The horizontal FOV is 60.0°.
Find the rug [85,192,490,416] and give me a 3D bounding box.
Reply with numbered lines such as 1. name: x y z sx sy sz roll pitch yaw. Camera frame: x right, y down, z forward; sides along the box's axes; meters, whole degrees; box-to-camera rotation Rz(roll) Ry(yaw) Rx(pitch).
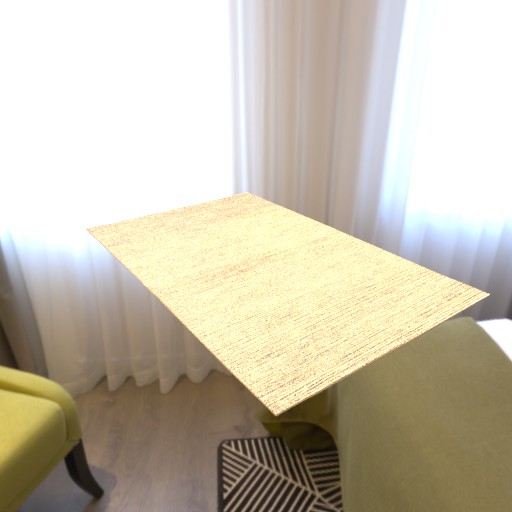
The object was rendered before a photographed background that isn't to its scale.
1. rug: 0.000 0.000 2.200 1.149 0.021 1.773 -17 30 -32
